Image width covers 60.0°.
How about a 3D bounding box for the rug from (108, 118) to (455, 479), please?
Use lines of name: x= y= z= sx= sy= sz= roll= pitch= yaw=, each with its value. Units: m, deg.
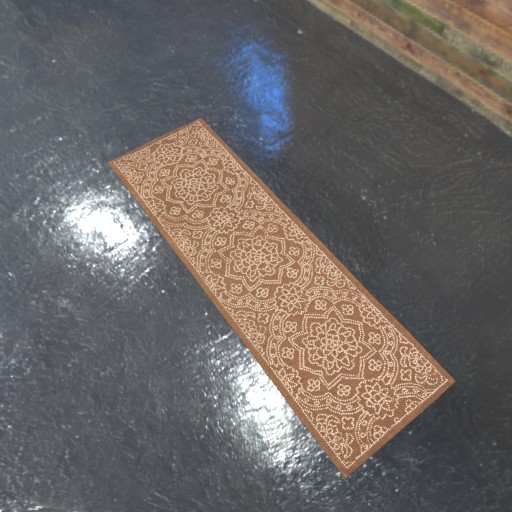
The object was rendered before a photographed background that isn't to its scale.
rug: x=0.000 y=0.000 z=2.682 sx=0.769 sy=0.012 sz=2.448 roll=-32 pitch=64 yaw=-18
